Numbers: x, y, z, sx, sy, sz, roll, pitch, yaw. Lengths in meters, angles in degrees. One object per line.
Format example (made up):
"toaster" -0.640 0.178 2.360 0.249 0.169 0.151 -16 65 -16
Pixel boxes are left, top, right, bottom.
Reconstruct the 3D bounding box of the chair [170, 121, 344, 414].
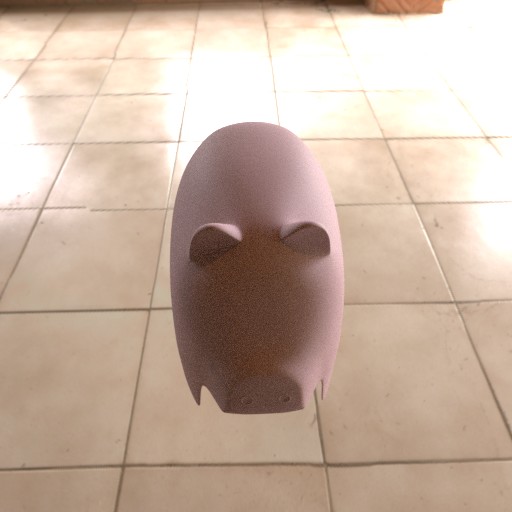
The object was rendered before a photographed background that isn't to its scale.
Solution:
"chair" 0.000 0.000 0.876 0.364 0.423 0.619 -2 46 -2
